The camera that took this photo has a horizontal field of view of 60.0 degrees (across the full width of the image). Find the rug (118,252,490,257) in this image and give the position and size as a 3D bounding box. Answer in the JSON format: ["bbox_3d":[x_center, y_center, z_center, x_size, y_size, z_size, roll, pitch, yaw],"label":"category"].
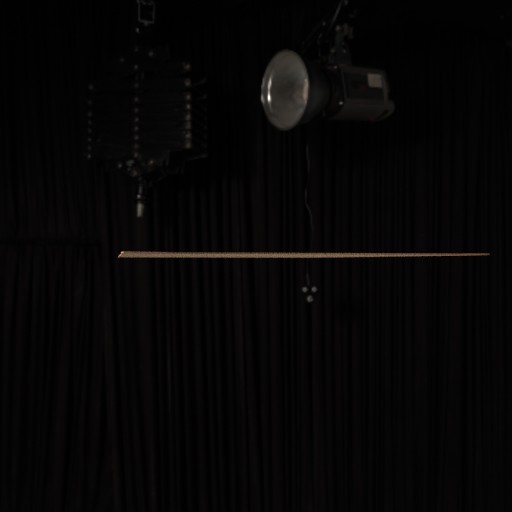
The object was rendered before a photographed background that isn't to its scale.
[{"bbox_3d":[0.000,0.000,4.130,2.436,0.011,3.045,0,-1,-18],"label":"rug"}]
